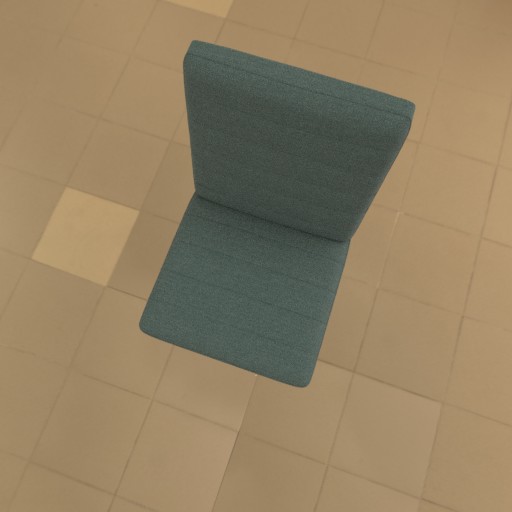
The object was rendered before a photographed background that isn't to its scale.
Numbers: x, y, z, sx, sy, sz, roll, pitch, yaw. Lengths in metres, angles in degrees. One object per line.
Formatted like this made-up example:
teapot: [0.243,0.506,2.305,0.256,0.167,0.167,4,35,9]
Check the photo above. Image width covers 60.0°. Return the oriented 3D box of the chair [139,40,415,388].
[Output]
chair: [0.000,0.000,1.304,0.520,0.930,0.634,18,76,5]
